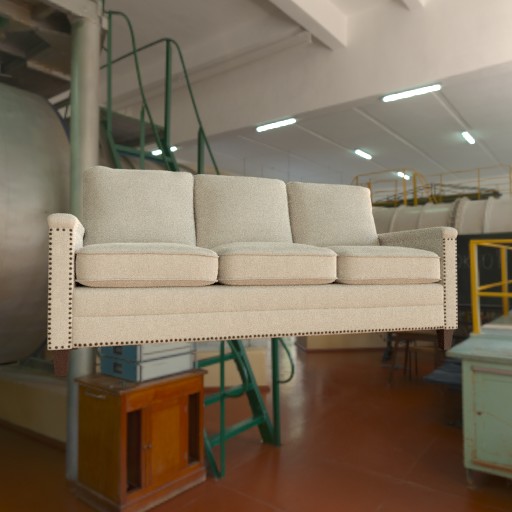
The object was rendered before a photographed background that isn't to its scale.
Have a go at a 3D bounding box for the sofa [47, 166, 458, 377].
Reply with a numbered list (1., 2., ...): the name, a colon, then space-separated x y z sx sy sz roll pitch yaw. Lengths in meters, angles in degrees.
1. sofa: 0.000 0.000 2.340 1.925 0.961 0.828 0 -2 -18
